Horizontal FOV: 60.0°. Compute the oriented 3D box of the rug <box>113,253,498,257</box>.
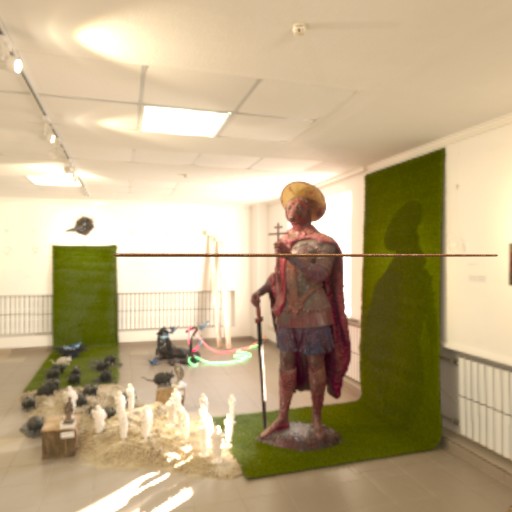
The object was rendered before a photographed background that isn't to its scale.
[{"bbox_3d":[0.000,0.000,4.045,2.441,0.015,3.050,0,0,-17],"label":"rug"}]
